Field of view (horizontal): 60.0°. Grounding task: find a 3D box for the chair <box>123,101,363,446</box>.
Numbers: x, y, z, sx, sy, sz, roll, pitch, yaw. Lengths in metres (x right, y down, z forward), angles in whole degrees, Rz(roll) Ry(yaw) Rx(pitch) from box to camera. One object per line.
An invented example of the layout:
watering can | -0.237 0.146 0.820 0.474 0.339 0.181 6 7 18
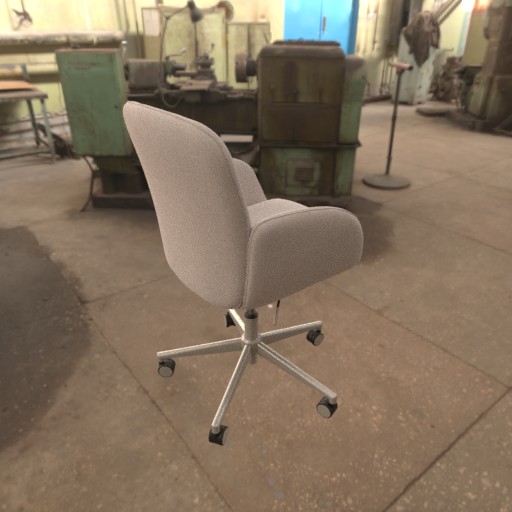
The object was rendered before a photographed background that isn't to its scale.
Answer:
chair | 0.000 0.000 1.398 0.633 0.959 0.648 -18 33 -31
